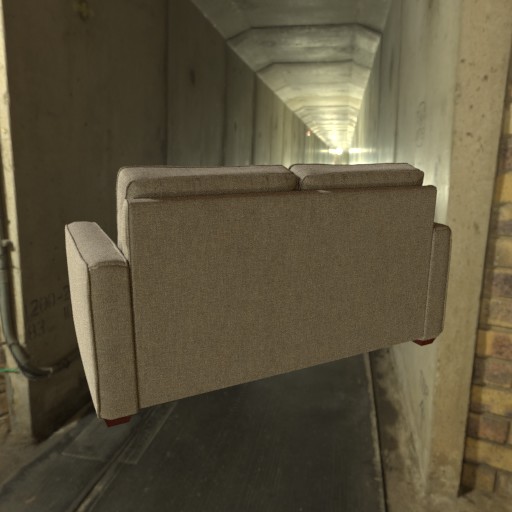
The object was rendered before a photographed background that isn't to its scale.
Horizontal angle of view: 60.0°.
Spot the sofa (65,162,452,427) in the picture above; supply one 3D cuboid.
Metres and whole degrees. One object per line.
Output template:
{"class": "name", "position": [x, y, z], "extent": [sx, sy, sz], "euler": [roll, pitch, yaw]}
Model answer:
{"class": "sofa", "position": [0.000, 0.000, 2.205], "extent": [1.706, 0.915, 0.945], "euler": [-7, 15, -26]}
